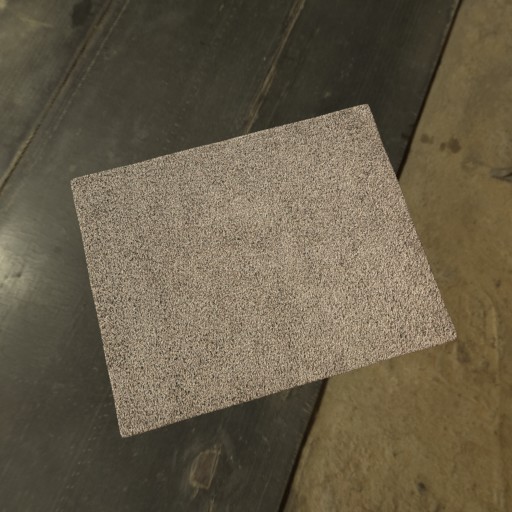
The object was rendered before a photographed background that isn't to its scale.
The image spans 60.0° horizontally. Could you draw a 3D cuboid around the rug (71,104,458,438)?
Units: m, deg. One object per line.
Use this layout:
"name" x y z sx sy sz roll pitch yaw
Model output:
"rug" 0.000 0.000 4.112 3.047 0.029 2.438 -15 77 -4
